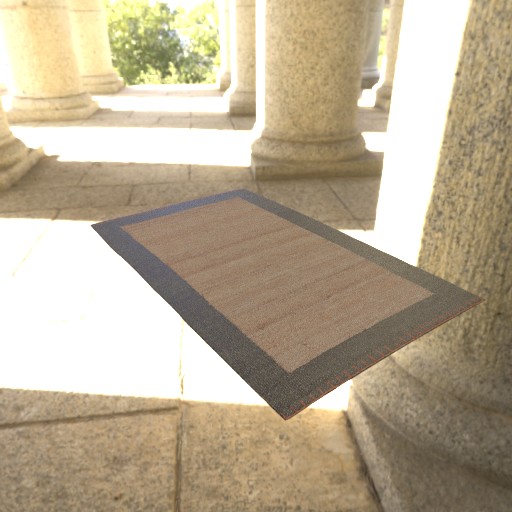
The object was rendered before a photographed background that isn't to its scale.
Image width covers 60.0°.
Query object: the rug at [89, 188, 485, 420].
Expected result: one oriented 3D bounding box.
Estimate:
[{"bbox_3d":[0.000,0.000,3.028,1.521,0.006,2.435,-19,33,-31],"label":"rug"}]
